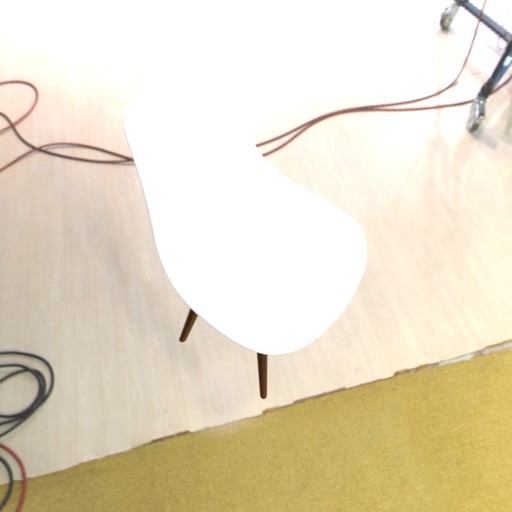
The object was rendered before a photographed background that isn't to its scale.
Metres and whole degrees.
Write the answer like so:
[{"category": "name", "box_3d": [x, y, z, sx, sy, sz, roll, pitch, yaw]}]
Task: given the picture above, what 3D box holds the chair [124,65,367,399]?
[{"category": "chair", "box_3d": [0.000, 0.000, 1.166, 0.533, 0.826, 0.470, 33, 63, 19]}]
